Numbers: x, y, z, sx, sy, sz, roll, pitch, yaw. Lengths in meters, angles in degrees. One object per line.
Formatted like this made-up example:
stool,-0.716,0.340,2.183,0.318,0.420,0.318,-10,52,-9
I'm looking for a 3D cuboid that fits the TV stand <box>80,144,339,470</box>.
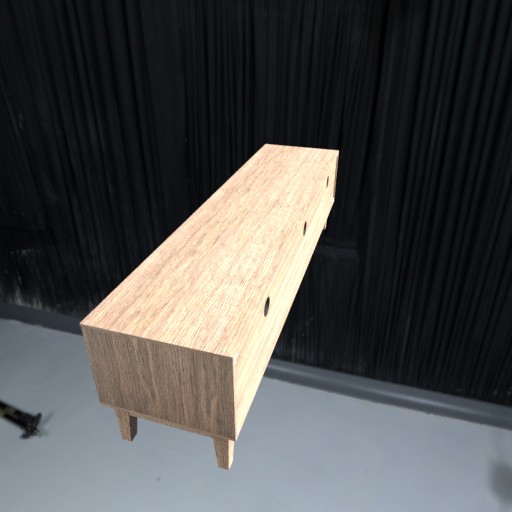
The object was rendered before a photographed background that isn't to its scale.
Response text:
TV stand,0.000,0.000,1.661,0.366,0.409,1.482,9,31,15
